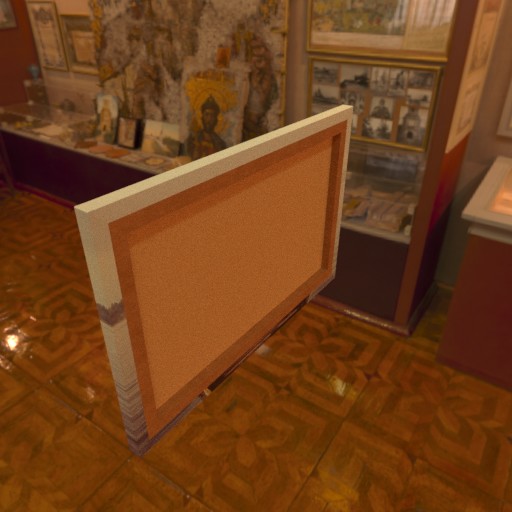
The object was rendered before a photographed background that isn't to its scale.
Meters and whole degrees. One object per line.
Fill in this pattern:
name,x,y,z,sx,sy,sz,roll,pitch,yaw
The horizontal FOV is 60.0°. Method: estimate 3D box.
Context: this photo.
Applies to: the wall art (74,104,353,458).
wall art,0.000,0.000,1.162,0.037,0.609,0.916,21,37,31
